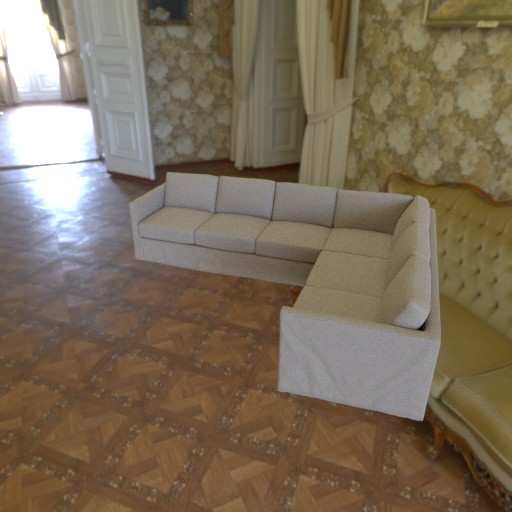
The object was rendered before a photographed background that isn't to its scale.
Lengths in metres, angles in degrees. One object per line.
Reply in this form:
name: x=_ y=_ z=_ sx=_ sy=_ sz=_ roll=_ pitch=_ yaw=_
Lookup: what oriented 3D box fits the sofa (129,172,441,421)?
sofa: x=0.000 y=0.000 z=4.236 sx=3.182 sy=0.871 sz=2.432 roll=9 pitch=28 yaw=17
